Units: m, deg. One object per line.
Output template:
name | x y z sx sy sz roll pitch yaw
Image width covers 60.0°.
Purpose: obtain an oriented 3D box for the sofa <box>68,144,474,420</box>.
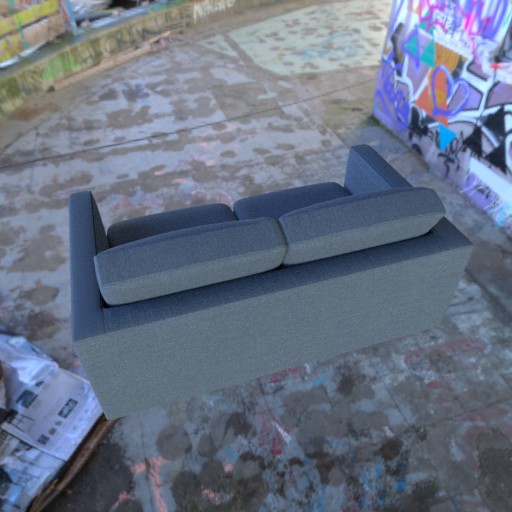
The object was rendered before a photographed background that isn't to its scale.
sofa | 0.000 0.000 2.233 1.659 0.907 0.999 -12 44 -13
